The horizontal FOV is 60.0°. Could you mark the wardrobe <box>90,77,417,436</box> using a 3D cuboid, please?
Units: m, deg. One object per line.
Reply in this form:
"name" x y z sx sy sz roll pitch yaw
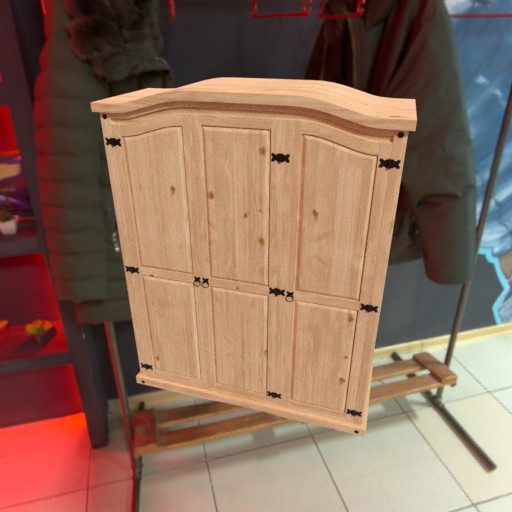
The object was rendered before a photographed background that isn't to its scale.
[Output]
"wardrobe" 0.000 0.000 2.581 1.500 1.870 0.570 8 29 15
